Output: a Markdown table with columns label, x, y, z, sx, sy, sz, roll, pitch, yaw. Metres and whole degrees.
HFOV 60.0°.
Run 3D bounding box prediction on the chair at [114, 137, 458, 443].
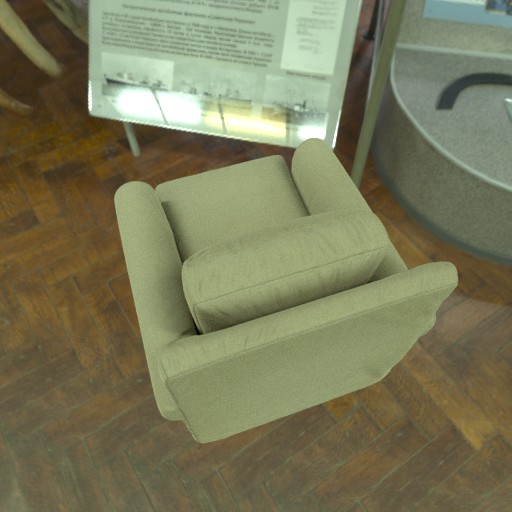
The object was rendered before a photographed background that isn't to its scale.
| label | x | y | z | sx | sy | sz | roll | pitch | yaw |
| --- | --- | --- | --- | --- | --- | --- | --- | --- | --- |
| chair | 0.000 | 0.000 | 1.699 | 0.940 | 0.866 | 1.066 | -16 | 58 | -10 |
